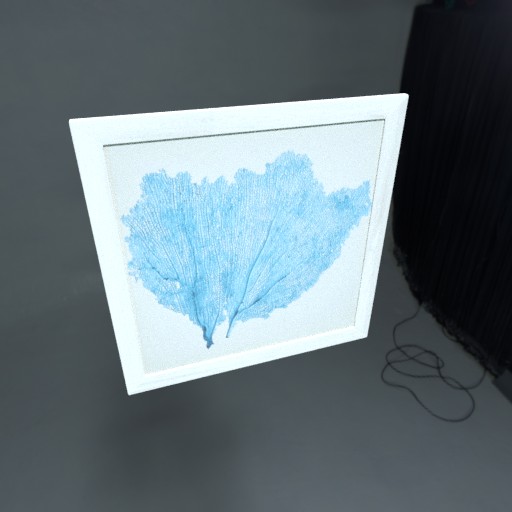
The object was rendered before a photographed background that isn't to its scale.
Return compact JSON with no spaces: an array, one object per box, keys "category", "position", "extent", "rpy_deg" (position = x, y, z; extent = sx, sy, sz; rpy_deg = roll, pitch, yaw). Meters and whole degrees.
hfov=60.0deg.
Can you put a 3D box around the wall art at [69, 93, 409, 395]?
[{"category":"wall art","position":[0.000,0.000,0.887],"extent":[0.584,0.584,0.013],"rpy_deg":[-10,33,-16]}]
